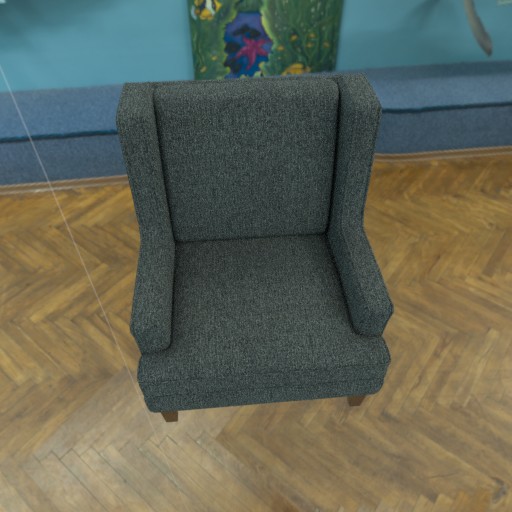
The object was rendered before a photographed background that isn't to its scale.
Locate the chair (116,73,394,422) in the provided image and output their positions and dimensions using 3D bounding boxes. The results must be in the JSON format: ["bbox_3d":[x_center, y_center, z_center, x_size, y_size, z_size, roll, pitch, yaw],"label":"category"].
[{"bbox_3d":[0.000,0.000,1.793,0.942,1.082,0.927,-4,47,-3],"label":"chair"}]
